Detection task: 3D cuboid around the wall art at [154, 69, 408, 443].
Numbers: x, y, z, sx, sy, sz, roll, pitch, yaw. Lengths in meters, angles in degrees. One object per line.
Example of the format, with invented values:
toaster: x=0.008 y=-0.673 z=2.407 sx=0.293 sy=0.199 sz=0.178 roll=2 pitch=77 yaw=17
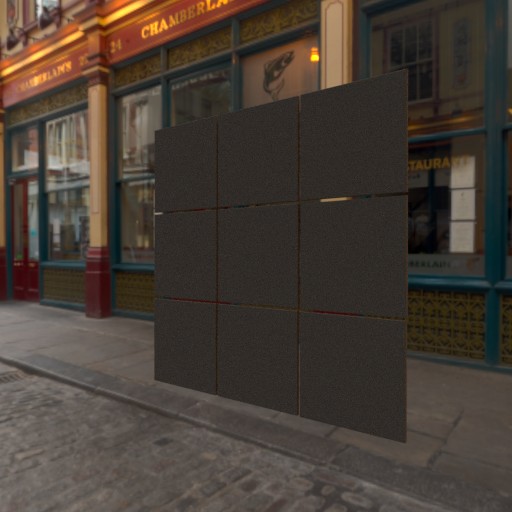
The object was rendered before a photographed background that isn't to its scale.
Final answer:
wall art: x=0.000 y=0.000 z=2.257 sx=1.527 sy=1.521 sz=0.017 roll=0 pitch=0 yaw=36
